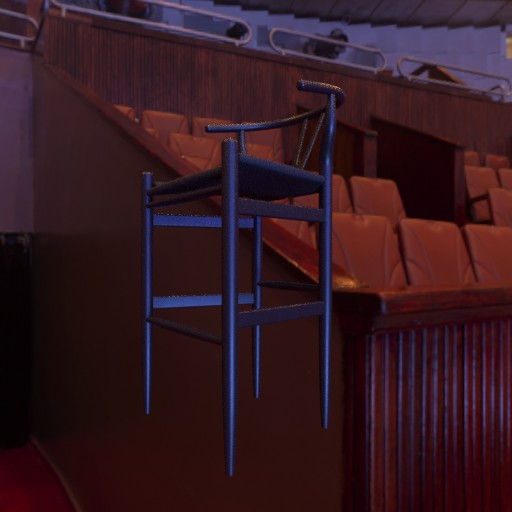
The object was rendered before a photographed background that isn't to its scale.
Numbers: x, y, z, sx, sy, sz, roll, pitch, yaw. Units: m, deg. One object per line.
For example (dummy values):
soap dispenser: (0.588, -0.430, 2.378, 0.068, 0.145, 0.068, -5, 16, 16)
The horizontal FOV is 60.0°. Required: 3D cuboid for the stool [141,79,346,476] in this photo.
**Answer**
stool: (0.000, 0.000, 1.458, 0.579, 1.072, 0.569, 0, 0, -36)
